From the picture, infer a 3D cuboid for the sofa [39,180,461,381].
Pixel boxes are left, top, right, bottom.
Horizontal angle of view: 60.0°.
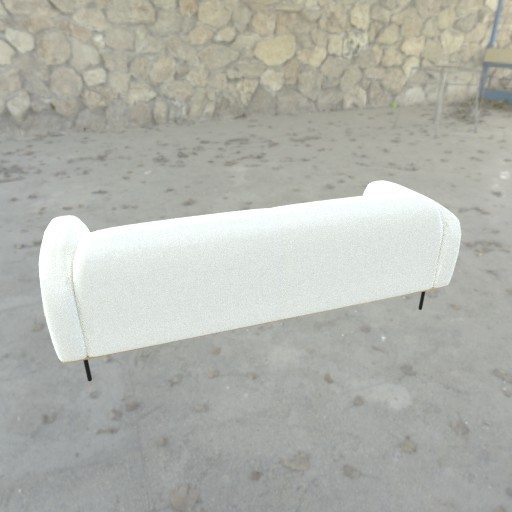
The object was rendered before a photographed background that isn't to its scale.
[{"bbox_3d":[0.000,0.000,2.602,2.280,0.780,0.870,-9,28,-17],"label":"sofa"}]
